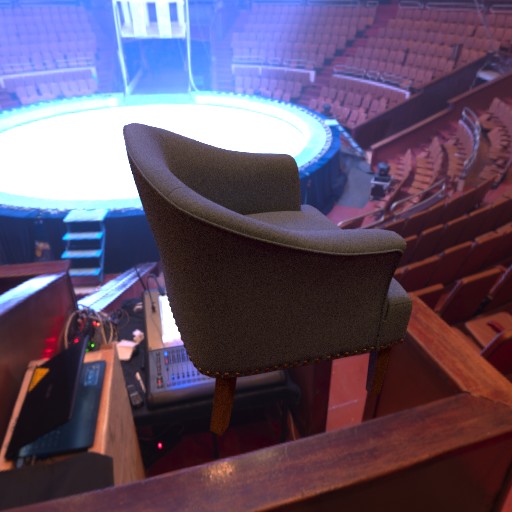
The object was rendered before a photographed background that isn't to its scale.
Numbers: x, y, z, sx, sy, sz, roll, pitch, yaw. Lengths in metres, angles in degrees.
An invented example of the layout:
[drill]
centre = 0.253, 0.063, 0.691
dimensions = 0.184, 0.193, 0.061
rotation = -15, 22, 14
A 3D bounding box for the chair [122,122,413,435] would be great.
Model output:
[chair]
centre = 0.000, 0.000, 1.412
dimensions = 0.704, 0.815, 0.798
rotation = -9, 31, -16
